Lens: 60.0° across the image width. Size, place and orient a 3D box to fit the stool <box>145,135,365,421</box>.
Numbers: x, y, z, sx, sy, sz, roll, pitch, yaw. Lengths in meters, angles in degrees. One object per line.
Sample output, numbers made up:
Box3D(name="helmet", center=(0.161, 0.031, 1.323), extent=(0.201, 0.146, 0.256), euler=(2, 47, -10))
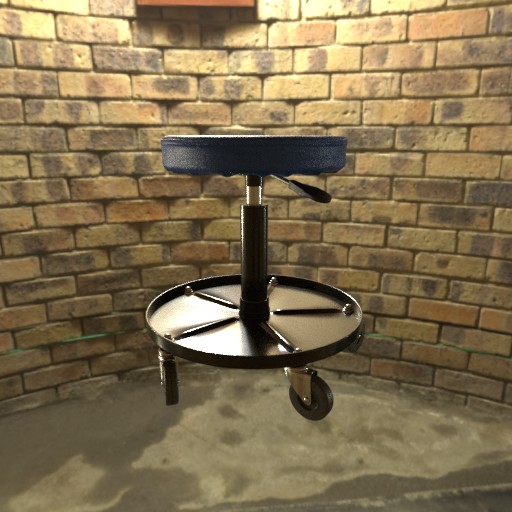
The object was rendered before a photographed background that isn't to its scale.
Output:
Box3D(name="stool", center=(0.000, 0.000, 0.696), extent=(0.381, 0.365, 0.382), euler=(-15, 21, -43))
